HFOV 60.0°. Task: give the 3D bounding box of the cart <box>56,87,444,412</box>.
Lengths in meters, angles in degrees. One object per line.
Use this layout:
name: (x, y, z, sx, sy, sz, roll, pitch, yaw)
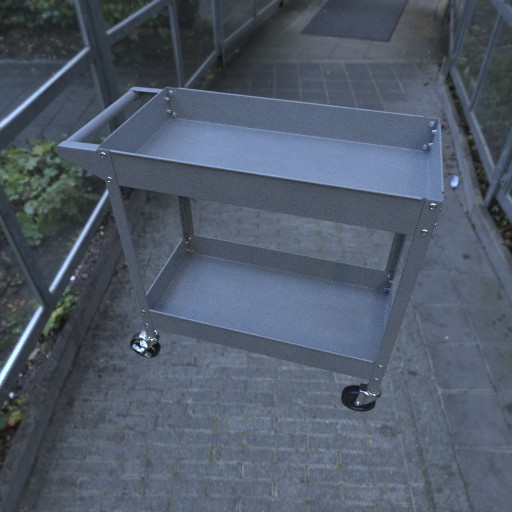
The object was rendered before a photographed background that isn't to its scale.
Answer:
cart: (0.000, 0.000, 1.185, 0.779, 0.719, 0.366, 11, 43, 12)
